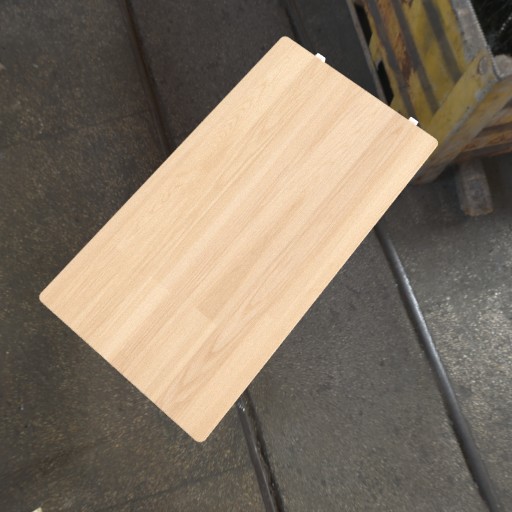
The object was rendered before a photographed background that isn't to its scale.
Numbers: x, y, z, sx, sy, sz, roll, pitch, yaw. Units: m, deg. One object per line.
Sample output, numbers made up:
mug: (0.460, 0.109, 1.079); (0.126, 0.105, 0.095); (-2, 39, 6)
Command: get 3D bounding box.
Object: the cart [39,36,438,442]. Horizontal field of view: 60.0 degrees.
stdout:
cart: (0.000, 0.000, 1.429); (0.457, 0.927, 0.899); (38, 79, 9)
